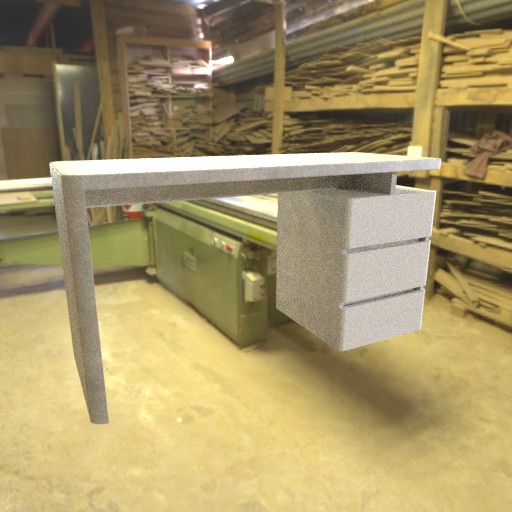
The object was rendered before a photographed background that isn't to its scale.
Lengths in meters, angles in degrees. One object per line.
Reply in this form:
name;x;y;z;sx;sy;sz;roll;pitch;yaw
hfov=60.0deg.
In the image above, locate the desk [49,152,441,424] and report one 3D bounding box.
desk;0.000;0.000;1.777;1.400;0.755;0.550;-8;18;-26
